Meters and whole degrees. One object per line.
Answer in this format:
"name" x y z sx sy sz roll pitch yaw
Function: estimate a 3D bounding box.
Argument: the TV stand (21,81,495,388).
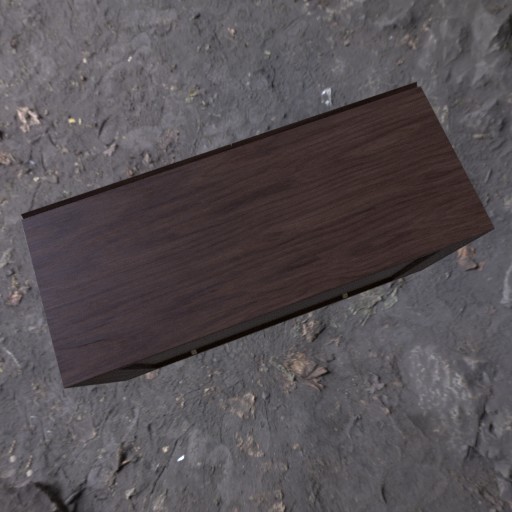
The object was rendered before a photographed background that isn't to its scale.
"TV stand" 0.000 0.000 1.315 0.990 0.660 0.405 -20 77 -5
